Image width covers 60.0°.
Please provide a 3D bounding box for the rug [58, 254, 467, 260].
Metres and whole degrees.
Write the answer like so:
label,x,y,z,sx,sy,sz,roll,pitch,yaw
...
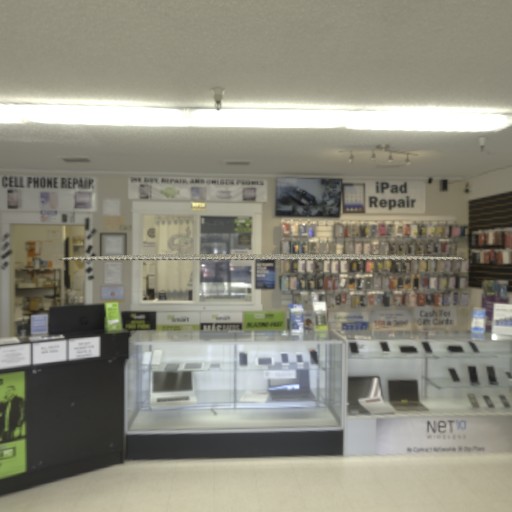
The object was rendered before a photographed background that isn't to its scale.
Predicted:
label,x,y,z,sx,sy,sz,roll,pitch,yaw
rug,0.000,0.000,3.864,2.256,0.013,2.910,0,1,-2
